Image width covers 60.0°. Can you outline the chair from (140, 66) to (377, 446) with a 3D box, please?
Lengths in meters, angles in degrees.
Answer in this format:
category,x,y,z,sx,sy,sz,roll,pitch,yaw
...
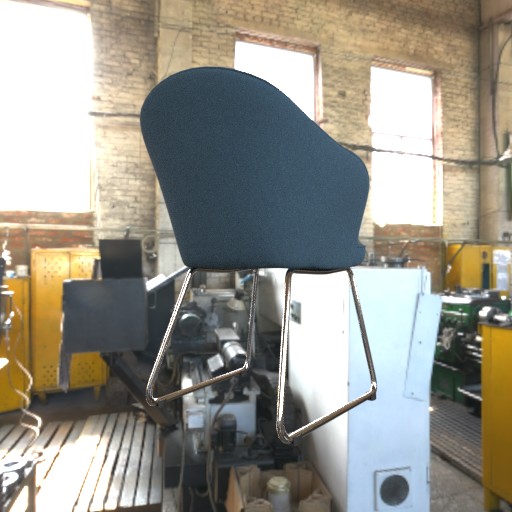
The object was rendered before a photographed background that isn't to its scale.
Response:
category,x,y,z,sx,sy,sz,roll,pitch,yaw
chair,0.000,0.000,1.209,0.570,0.815,0.585,0,-1,36
